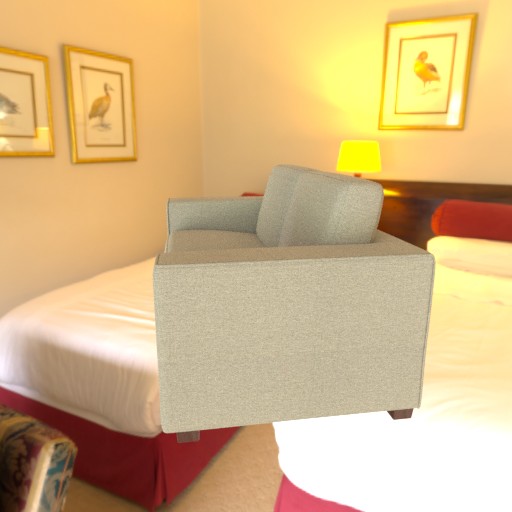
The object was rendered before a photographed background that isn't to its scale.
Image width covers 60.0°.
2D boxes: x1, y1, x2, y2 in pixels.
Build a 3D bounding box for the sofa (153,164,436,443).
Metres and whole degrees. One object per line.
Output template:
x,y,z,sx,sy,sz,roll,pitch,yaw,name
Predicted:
0.000,0.000,2.412,1.007,0.924,1.812,-2,15,-9,sofa
